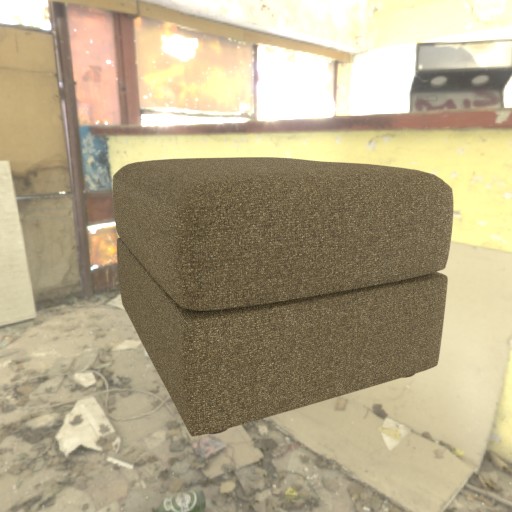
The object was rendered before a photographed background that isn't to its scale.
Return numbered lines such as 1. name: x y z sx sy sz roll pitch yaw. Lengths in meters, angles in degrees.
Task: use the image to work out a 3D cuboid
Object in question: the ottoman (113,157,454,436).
1. ottoman: 0.000 0.000 1.128 0.598 0.476 0.742 -7 16 -25
